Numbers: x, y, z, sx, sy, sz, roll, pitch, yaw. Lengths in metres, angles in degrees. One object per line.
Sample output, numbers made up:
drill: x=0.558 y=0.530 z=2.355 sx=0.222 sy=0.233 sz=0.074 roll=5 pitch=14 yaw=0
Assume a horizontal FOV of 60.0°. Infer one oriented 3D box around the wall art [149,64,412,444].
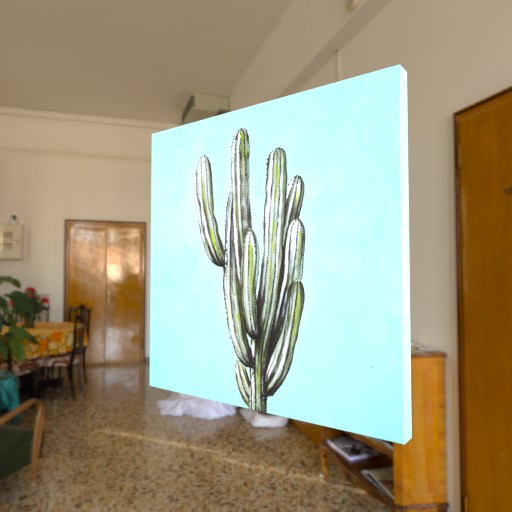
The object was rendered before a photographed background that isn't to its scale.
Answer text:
wall art: x=0.000 y=0.000 z=0.895 sx=0.603 sy=0.603 sz=0.036 roll=-2 pitch=-3 yaw=37
